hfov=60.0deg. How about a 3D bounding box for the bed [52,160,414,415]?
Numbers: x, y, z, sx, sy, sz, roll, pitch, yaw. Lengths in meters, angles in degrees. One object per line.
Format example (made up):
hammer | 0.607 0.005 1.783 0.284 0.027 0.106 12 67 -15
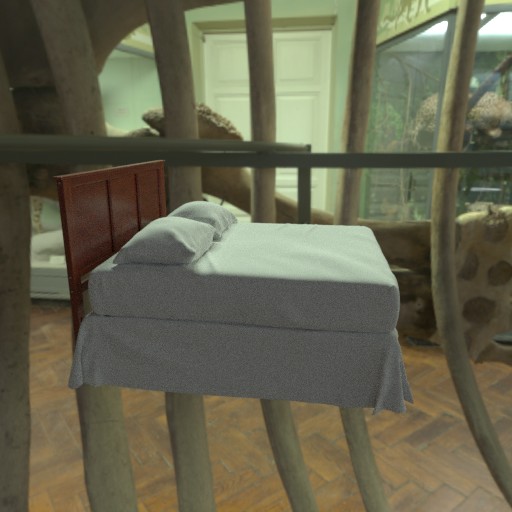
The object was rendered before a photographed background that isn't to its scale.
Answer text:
bed | 0.000 0.000 3.252 2.050 1.270 1.870 2 16 9
